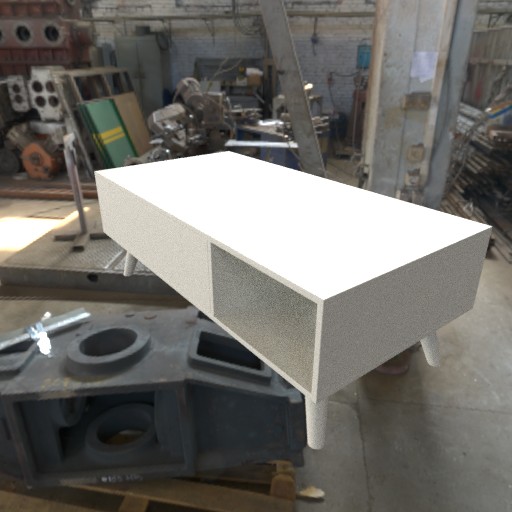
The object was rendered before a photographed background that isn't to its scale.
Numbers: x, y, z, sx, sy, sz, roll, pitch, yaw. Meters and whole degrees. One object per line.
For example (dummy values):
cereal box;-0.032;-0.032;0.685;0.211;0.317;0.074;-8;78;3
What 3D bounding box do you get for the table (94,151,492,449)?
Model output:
table;0.000;0.000;1.485;0.609;0.432;1.194;-18;30;-34
